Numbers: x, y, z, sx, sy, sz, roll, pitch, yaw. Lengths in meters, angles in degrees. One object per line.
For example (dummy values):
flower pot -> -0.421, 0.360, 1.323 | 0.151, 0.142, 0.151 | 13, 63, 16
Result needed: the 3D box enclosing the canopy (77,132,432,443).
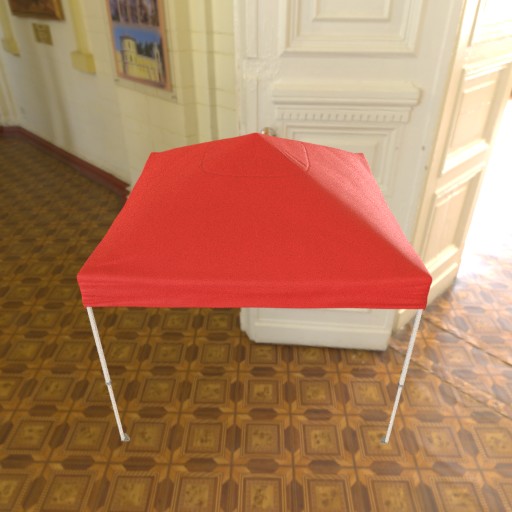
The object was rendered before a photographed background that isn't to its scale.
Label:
canopy -> 0.000, 0.000, 5.336 | 2.998, 2.997, 2.996 | 0, 33, 1
